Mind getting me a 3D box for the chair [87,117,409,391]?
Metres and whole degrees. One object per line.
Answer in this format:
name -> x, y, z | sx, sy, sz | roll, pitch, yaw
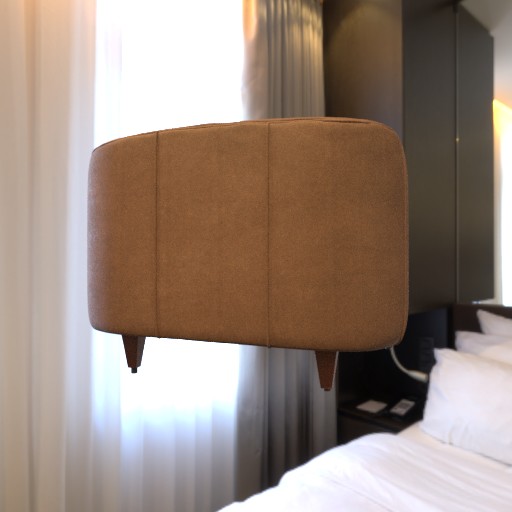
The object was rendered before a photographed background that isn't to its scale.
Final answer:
chair -> 0.000, 0.000, 1.717 | 1.118, 0.787, 0.914 | 0, 0, 18
